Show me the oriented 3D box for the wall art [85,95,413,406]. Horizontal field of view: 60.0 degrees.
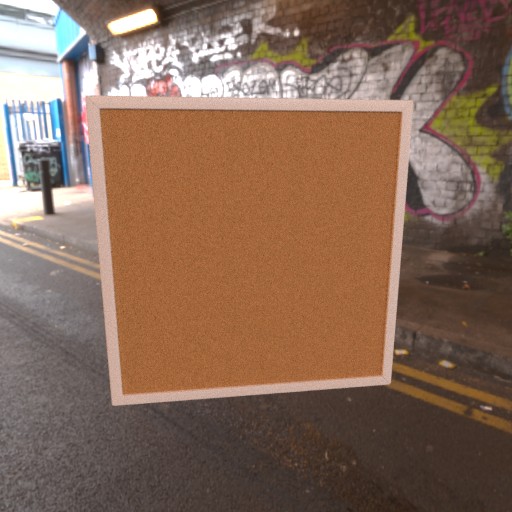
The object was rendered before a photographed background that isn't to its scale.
[{"bbox_3d":[0.000,0.000,0.757,0.508,0.508,0.038,-2,14,-8],"label":"wall art"}]
